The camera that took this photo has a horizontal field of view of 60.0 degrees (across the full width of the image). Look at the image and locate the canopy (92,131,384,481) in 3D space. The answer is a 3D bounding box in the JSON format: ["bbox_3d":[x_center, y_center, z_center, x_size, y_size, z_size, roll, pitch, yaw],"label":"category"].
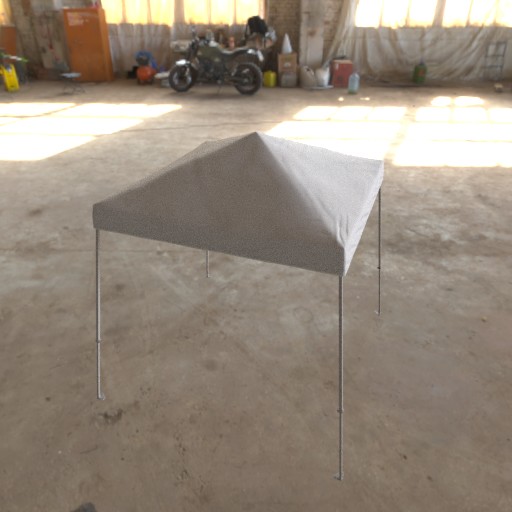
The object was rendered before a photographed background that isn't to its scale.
[{"bbox_3d":[0.000,0.000,5.120,2.848,2.849,2.849,11,31,18],"label":"canopy"}]
